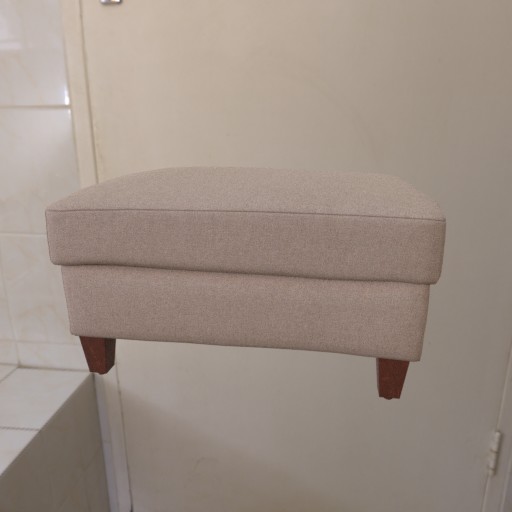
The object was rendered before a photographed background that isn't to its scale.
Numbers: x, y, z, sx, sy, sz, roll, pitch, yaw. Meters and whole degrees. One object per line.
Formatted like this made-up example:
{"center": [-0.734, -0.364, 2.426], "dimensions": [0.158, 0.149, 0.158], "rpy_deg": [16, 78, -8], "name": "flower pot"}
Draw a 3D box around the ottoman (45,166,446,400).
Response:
{"center": [0.000, 0.000, 1.314], "dimensions": [0.902, 0.511, 0.692], "rpy_deg": [2, 17, 8], "name": "ottoman"}
